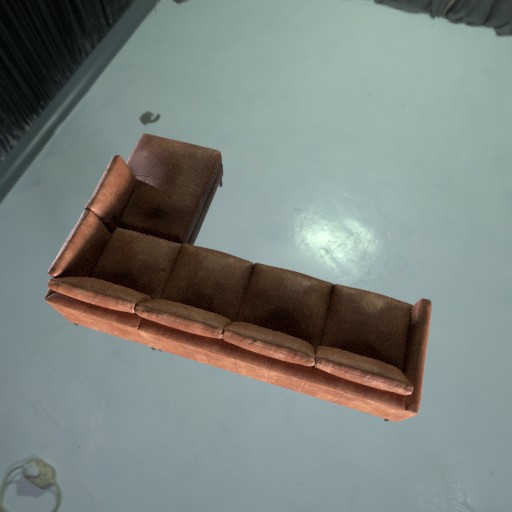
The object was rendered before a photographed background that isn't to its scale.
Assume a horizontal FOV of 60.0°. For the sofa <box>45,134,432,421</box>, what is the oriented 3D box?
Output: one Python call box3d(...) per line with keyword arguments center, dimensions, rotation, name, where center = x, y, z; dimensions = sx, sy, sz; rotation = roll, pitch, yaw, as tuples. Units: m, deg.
box3d(center=(0.000, 0.000, 3.901), dimensions=(2.984, 0.877, 1.938), rotation=(15, 64, 8), name="sofa")
